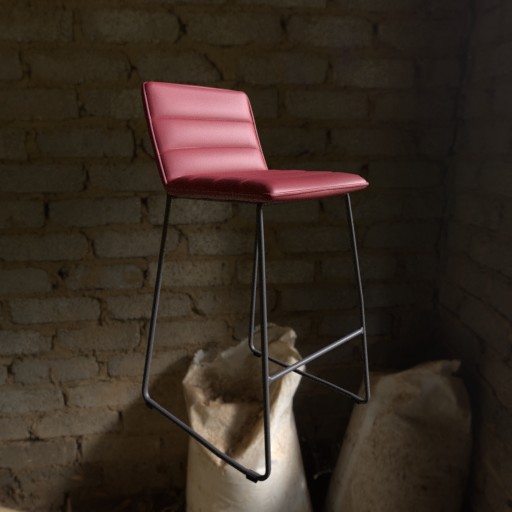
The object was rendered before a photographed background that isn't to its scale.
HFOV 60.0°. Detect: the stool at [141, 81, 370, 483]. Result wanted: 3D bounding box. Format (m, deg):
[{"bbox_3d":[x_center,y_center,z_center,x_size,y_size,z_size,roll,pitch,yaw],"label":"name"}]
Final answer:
[{"bbox_3d":[0.000,0.000,1.246,0.524,0.937,0.489,14,20,43],"label":"stool"}]
